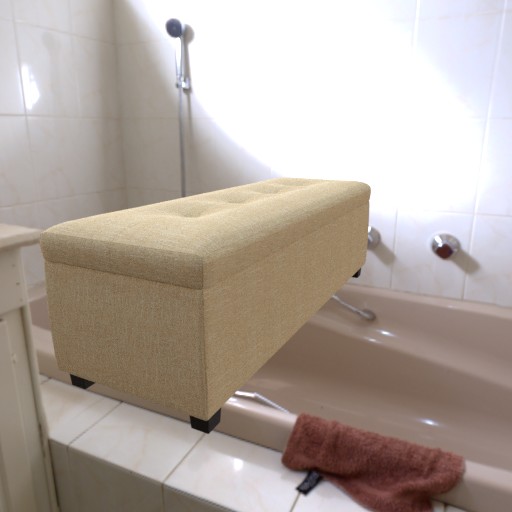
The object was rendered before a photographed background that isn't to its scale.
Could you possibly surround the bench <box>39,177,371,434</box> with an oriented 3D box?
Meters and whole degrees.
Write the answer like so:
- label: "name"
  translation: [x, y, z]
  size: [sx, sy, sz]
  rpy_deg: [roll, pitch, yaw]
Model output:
- label: "bench"
  translation: [0.000, 0.000, 1.415]
  size: [0.432, 0.406, 1.219]
  rpy_deg: [8, 17, 26]
